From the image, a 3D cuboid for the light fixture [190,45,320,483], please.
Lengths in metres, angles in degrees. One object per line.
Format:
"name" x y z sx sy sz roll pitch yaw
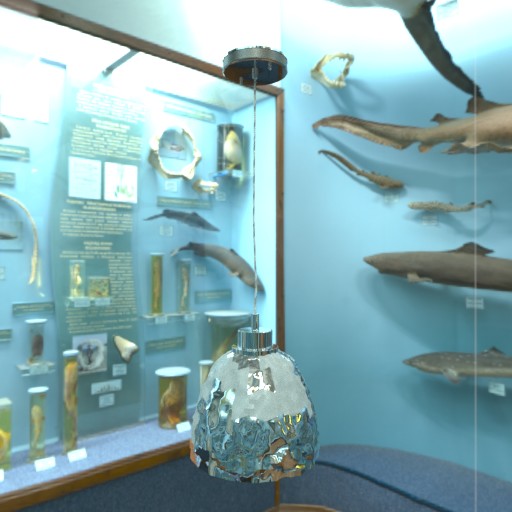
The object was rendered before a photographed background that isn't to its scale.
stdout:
"light fixture" 0.000 0.000 1.716 0.500 1.511 0.496 0 0 -39
